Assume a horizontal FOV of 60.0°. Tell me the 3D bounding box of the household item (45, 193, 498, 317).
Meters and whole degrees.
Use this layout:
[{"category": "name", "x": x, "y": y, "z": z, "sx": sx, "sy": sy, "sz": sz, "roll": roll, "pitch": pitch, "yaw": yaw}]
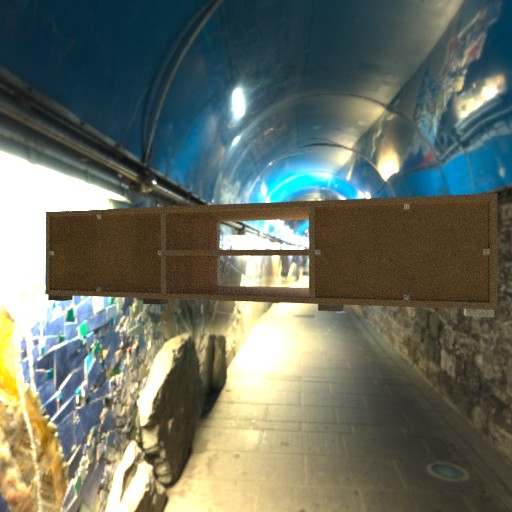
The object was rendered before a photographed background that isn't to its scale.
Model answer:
[{"category": "household item", "x": 0.000, "y": 0.000, "z": 1.518, "sx": 1.400, "sy": 0.310, "sz": 0.420, "roll": 0, "pitch": 0, "yaw": 18}]
